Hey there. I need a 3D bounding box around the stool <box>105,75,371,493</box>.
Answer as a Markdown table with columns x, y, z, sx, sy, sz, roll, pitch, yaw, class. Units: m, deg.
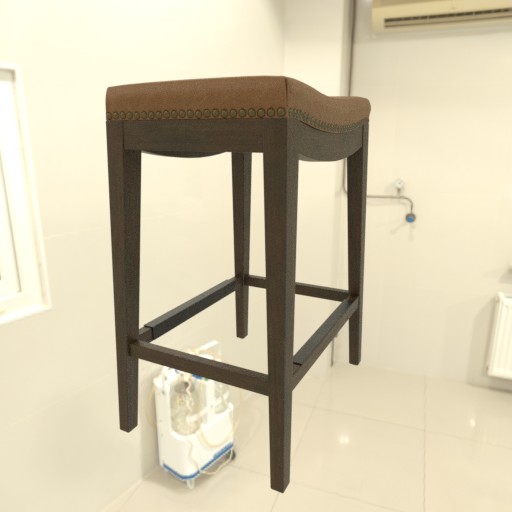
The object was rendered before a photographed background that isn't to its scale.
| x | y | z | sx | sy | sz | roll | pitch | yaw | class |
| --- | --- | --- | --- | --- | --- | --- | --- | --- | --- |
| 0.000 | 0.000 | 0.941 | 0.361 | 0.660 | 0.500 | 8 | 17 | 26 | stool |
